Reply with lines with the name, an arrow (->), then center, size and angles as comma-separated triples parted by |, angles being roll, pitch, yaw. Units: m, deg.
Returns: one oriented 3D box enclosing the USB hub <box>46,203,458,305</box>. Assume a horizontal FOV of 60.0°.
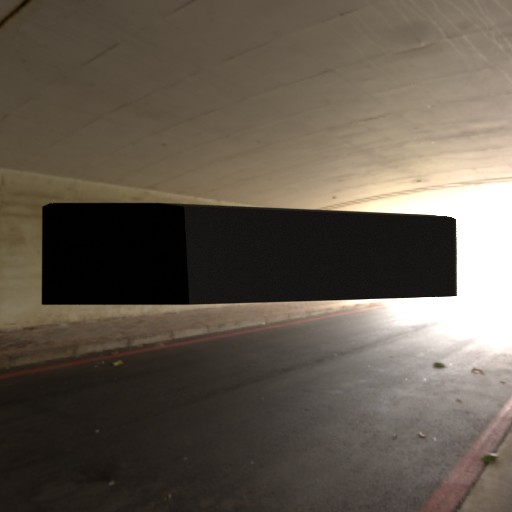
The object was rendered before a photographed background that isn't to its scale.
USB hub -> 0.000, 0.000, 0.129 | 0.110, 0.023, 0.044 | 0, -1, -19
